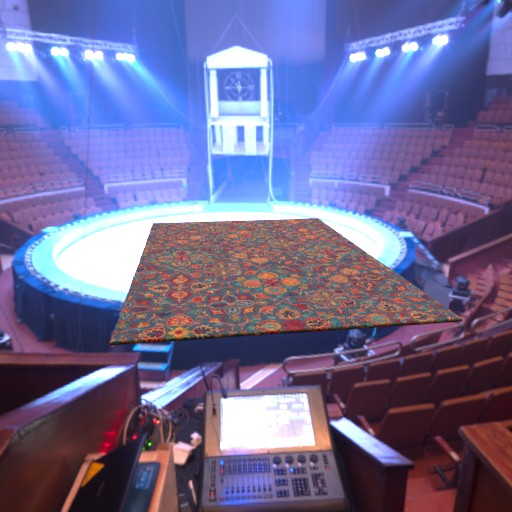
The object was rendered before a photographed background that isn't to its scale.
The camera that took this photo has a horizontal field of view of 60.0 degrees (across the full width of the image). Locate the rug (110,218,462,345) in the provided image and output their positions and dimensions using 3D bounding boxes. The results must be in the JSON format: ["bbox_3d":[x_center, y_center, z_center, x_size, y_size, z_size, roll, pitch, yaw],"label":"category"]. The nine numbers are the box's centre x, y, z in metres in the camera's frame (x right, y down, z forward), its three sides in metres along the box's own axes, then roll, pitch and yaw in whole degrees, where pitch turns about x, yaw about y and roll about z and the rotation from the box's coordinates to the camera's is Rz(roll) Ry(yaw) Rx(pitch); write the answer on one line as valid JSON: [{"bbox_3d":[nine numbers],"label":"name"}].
[{"bbox_3d":[0.000,0.000,2.361,1.216,0.014,1.836,-2,16,-8],"label":"rug"}]
